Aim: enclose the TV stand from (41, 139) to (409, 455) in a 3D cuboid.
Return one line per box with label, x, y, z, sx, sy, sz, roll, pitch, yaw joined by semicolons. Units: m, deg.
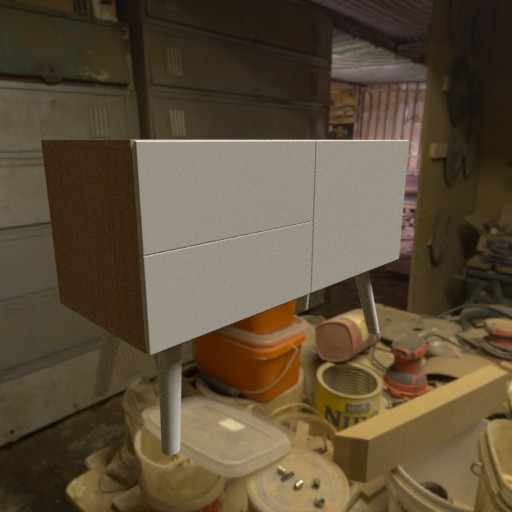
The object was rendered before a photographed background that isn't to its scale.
TV stand;0.000;0.000;1.302;0.407;0.660;0.991;14;20;43
